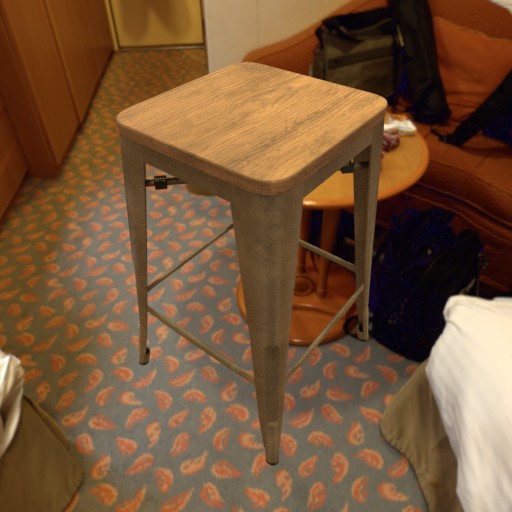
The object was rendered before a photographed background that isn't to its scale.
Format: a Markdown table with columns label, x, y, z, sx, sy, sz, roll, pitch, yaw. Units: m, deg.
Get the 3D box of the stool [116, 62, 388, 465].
| label | x | y | z | sx | sy | sz | roll | pitch | yaw |
| --- | --- | --- | --- | --- | --- | --- | --- | --- | --- |
| stool | 0.000 | 0.000 | 0.881 | 0.407 | 0.607 | 0.407 | 27 | 48 | 27 |
